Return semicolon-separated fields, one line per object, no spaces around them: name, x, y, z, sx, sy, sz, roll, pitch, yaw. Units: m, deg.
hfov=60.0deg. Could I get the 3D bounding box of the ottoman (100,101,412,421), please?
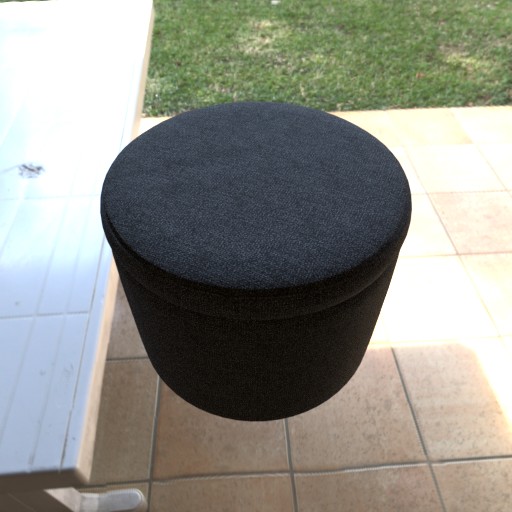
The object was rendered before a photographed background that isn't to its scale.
ottoman;0.000;0.000;0.885;0.520;0.430;0.520;0;47;0
